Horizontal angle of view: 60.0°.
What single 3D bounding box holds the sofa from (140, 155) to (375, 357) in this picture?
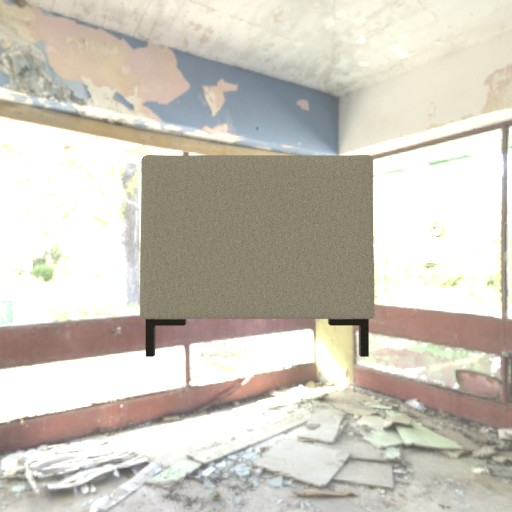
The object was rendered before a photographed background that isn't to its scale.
[{"bbox_3d":[0.000,0.000,2.343,0.746,0.641,1.985,0,-1,0],"label":"sofa"}]
